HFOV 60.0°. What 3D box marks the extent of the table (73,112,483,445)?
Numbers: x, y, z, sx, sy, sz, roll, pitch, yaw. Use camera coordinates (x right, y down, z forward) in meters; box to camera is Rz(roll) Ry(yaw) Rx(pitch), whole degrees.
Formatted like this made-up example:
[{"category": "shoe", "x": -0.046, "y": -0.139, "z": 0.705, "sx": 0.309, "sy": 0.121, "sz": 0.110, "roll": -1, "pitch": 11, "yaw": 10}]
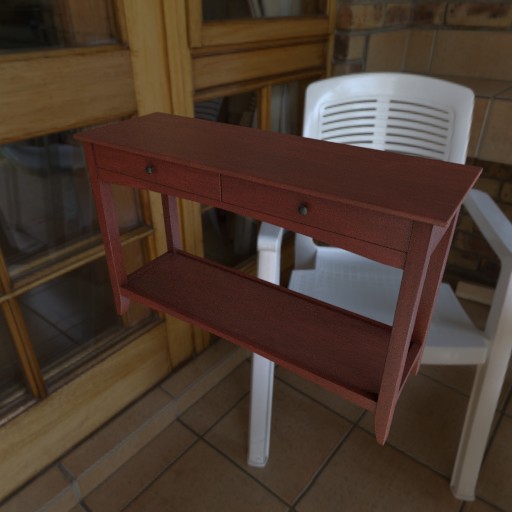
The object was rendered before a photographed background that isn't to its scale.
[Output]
[{"category": "table", "x": 0.000, "y": 0.000, "z": 1.506, "sx": 1.188, "sy": 0.739, "sz": 0.392, "roll": 18, "pitch": 35, "yaw": 28}]
